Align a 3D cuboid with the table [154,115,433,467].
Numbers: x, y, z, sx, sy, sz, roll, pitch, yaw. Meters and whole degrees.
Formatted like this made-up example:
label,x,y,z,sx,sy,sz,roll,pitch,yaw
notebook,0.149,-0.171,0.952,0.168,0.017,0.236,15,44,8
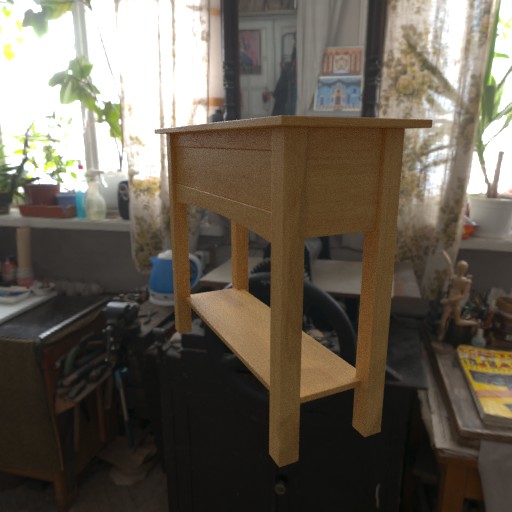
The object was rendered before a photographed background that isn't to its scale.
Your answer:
label,x,y,z,sx,sy,sz,roll,pitch,yaw
table,0.000,0.000,1.285,0.340,0.728,0.900,-7,16,-25
